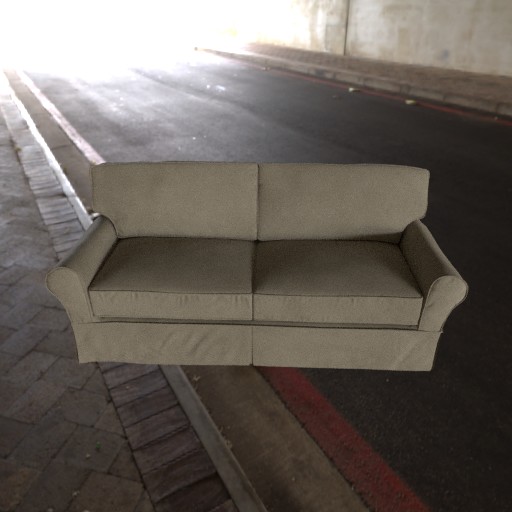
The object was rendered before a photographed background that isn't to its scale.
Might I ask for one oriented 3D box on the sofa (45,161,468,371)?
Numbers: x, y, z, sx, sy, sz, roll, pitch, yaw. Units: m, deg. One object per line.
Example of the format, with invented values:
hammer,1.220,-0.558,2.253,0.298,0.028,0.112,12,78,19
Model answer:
sofa,0.000,0.000,2.726,2.246,1.014,0.900,1,30,2
